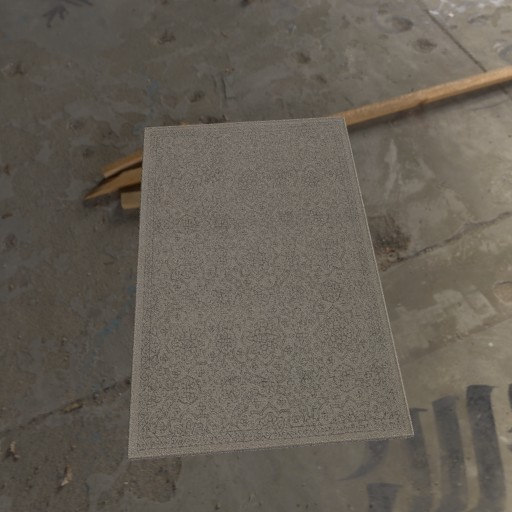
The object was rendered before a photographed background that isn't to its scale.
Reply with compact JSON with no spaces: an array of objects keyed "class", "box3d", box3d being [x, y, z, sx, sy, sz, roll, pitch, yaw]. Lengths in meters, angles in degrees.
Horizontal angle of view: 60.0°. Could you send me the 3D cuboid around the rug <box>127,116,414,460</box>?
[{"class":"rug","box3d":[0.000,0.000,2.282,1.219,0.010,1.829,-4,63,-2]}]
